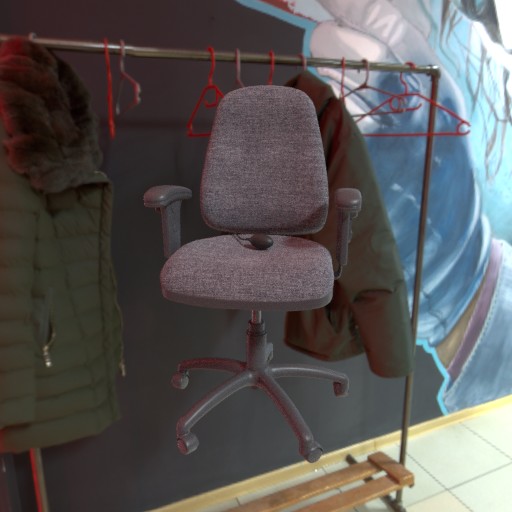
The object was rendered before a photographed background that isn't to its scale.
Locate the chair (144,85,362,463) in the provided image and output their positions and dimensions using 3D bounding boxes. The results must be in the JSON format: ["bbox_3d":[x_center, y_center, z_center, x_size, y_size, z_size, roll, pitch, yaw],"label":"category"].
[{"bbox_3d":[0.000,0.000,1.212,0.550,0.910,0.530,2,15,9],"label":"chair"}]
